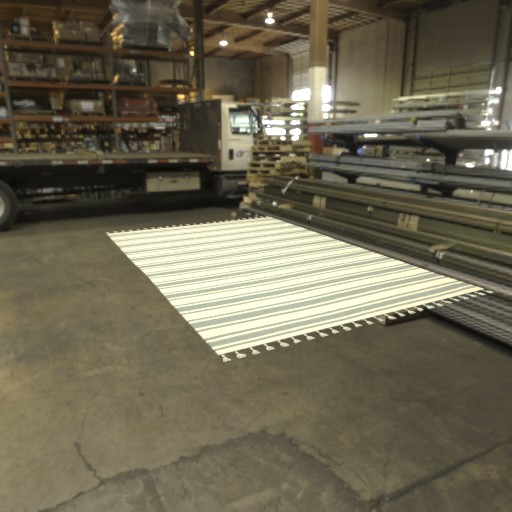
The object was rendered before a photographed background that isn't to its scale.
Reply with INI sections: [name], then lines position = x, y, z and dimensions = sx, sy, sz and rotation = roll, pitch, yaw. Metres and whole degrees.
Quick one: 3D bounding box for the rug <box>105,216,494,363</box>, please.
[rug]
position = 0.000, 0.000, 2.974
dimensions = 1.539, 0.011, 2.410
rotation = -8, 18, -27
